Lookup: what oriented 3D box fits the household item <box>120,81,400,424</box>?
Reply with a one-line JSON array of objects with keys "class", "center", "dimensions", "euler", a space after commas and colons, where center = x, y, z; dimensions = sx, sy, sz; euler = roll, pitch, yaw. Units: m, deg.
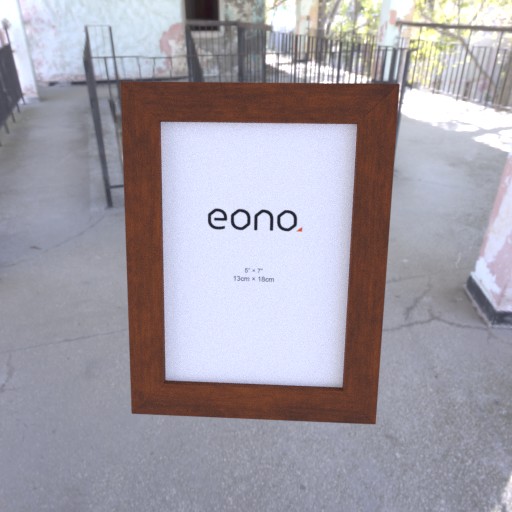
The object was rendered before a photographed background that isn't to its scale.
[{"class": "household item", "center": [0.000, 0.000, 0.285], "dimensions": [0.160, 0.204, 0.096], "euler": [2, 29, 3]}]
